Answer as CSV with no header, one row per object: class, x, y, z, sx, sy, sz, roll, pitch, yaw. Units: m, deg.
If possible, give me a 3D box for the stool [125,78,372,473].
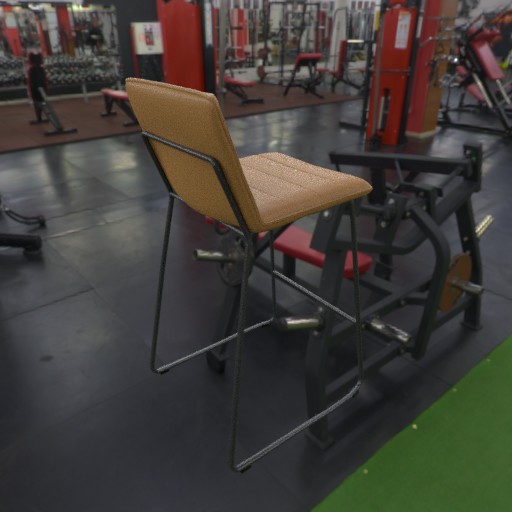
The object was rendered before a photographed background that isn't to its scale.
stool,0.000,0.000,1.239,0.524,0.936,0.489,-19,33,-33
